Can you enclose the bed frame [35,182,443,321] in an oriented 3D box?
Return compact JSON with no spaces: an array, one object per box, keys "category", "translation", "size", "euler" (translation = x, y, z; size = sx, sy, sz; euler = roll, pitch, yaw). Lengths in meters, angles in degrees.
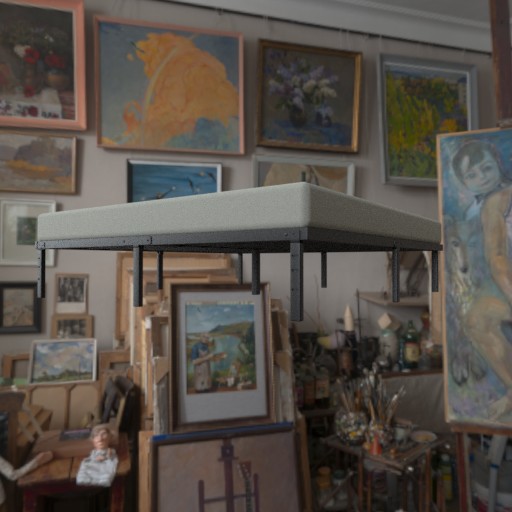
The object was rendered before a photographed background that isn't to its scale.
[{"category":"bed frame","translation":[0.000,0.000,3.907],"size":[2.526,0.680,2.635],"euler":[-1,-1,36]}]
